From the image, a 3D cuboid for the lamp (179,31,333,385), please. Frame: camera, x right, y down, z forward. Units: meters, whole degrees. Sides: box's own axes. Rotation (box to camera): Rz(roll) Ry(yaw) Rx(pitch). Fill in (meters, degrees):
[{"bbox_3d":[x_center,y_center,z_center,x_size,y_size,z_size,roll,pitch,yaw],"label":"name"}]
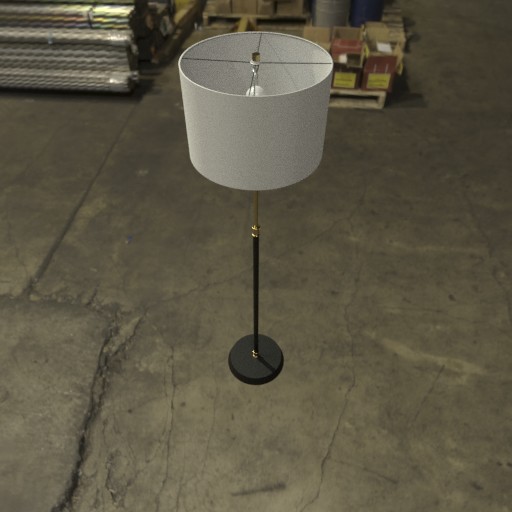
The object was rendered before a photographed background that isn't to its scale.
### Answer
[{"bbox_3d":[0.000,0.000,1.699,0.404,1.517,0.404,3,46,3],"label":"lamp"}]
